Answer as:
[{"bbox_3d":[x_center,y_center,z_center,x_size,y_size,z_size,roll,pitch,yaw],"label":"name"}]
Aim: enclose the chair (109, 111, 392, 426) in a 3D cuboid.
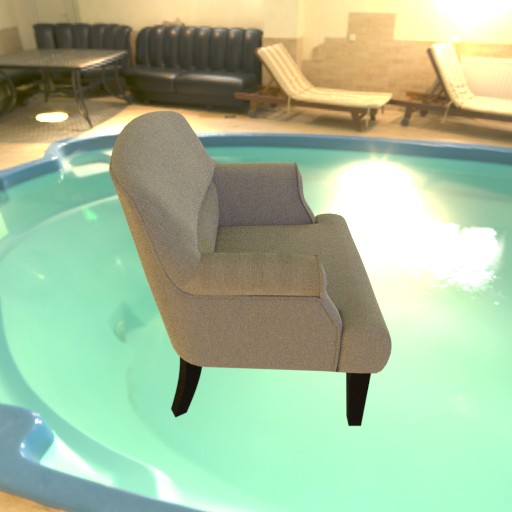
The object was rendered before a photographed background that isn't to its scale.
[{"bbox_3d":[0.000,0.000,1.477,0.755,0.880,0.772,0,32,0],"label":"chair"}]
